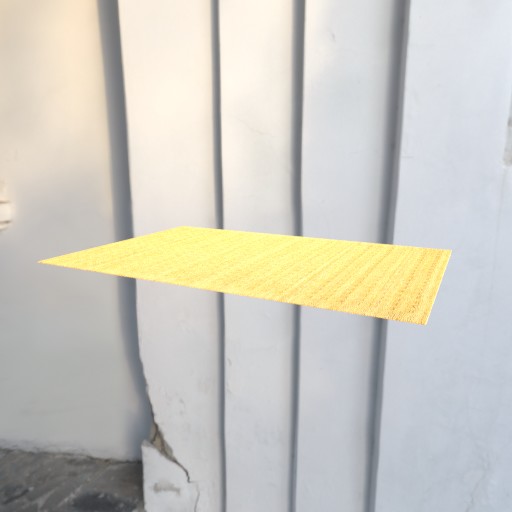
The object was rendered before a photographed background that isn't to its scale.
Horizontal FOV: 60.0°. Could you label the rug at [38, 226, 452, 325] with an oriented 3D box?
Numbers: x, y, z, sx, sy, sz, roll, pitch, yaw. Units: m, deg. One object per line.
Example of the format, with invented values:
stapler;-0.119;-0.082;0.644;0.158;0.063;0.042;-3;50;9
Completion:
rug;0.000;0.000;2.930;2.286;0.006;1.524;7;15;26
